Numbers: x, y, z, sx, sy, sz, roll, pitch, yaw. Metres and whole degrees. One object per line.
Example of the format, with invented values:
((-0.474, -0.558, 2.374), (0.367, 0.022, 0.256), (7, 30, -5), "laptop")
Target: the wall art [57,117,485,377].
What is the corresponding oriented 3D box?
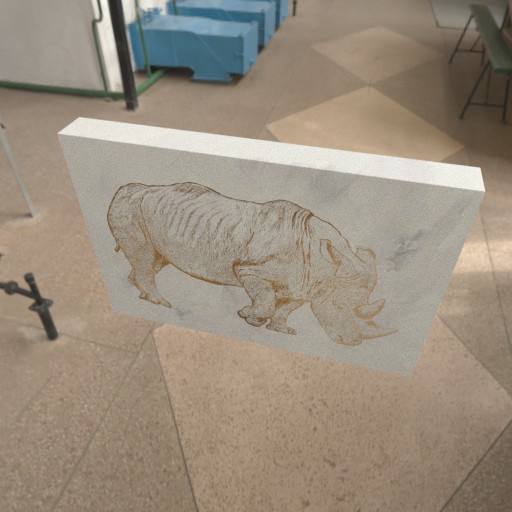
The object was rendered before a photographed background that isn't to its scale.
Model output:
((0.000, 0.000, 0.481), (0.381, 0.254, 0.038), (10, 42, 11), "wall art")
